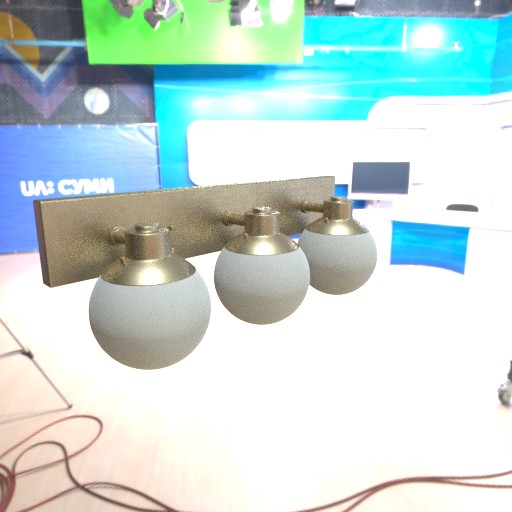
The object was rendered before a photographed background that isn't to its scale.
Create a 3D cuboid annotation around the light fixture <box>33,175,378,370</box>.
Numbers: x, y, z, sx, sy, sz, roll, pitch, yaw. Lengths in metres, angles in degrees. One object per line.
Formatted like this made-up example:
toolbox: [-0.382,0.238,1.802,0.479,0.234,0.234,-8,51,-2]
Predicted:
light fixture: [0.000,0.000,0.863,0.721,0.263,0.218,-14,20,-43]
